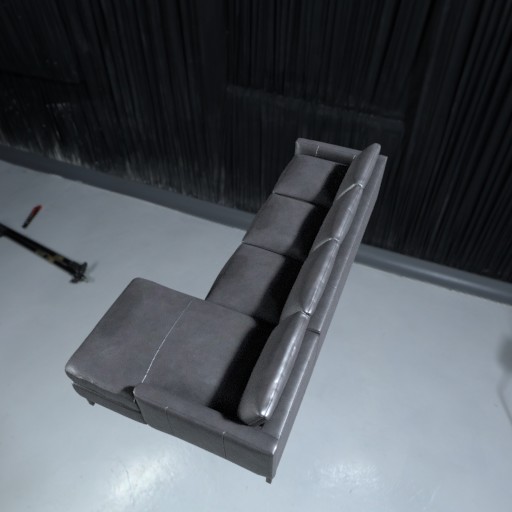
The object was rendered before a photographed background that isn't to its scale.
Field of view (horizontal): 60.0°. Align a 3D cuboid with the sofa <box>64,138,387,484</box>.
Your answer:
[{"bbox_3d":[0.000,0.000,3.628,1.471,0.859,2.993,17,49,15],"label":"sofa"}]
